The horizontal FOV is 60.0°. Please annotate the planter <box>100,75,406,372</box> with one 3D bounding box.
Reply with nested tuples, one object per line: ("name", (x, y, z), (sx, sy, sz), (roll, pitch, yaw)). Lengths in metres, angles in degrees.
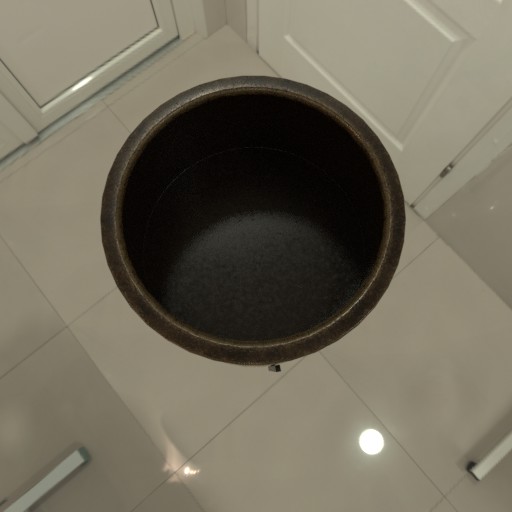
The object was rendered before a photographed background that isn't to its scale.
("planter", (0.000, 0.000, 0.718), (0.354, 0.465, 0.345), (-40, 79, -9))
